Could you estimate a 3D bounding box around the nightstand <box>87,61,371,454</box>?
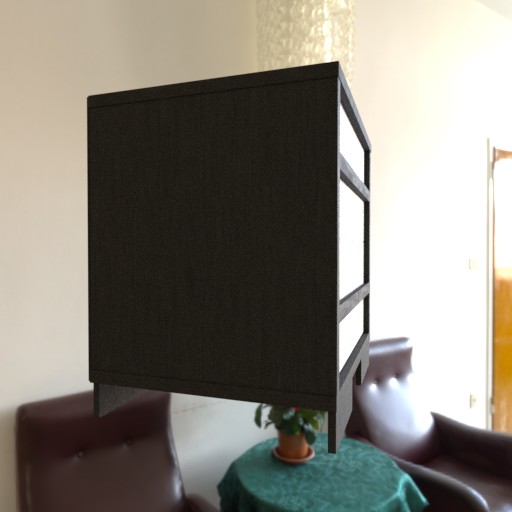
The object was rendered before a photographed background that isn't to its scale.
[{"bbox_3d":[0.000,0.000,0.760,0.347,0.448,0.427,0,1,19],"label":"nightstand"}]
